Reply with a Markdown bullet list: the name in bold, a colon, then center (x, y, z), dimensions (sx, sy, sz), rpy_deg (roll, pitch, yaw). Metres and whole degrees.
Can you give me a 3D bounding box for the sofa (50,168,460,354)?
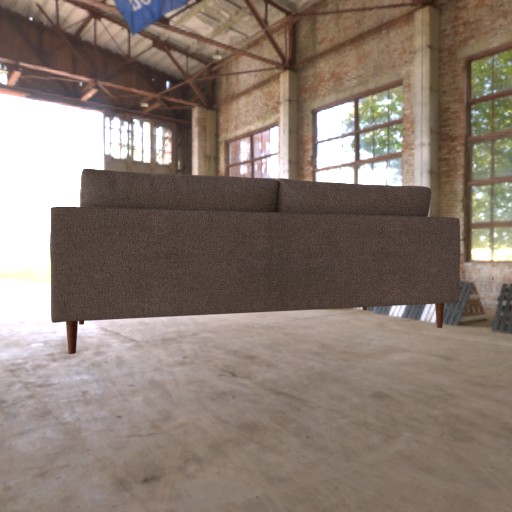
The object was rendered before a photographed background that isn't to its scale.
- **sofa**: center (0.000, 0.000, 2.755), dimensions (2.250, 0.868, 1.020), rpy_deg (0, 1, -19)
